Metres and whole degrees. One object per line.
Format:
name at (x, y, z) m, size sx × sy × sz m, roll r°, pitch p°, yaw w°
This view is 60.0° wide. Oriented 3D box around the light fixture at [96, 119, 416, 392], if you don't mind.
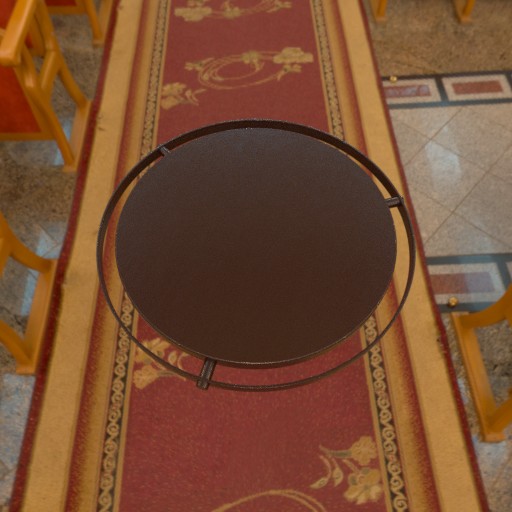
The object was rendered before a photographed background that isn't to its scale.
light fixture at (0.000, 0.000, 0.560) m, size 0.361 × 0.130 × 0.361 m, roll 0°, pitch 59°, yaw 0°
